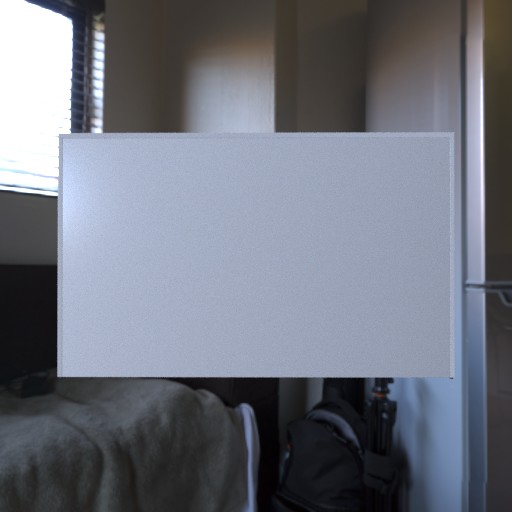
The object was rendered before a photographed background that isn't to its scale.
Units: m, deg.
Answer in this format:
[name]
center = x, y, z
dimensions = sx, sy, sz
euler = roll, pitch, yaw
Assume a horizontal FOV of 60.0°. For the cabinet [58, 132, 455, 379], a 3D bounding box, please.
[cabinet]
center = 0.000, 0.000, 1.809
dimensions = 1.450, 0.900, 0.380
euler = 0, 0, 0
